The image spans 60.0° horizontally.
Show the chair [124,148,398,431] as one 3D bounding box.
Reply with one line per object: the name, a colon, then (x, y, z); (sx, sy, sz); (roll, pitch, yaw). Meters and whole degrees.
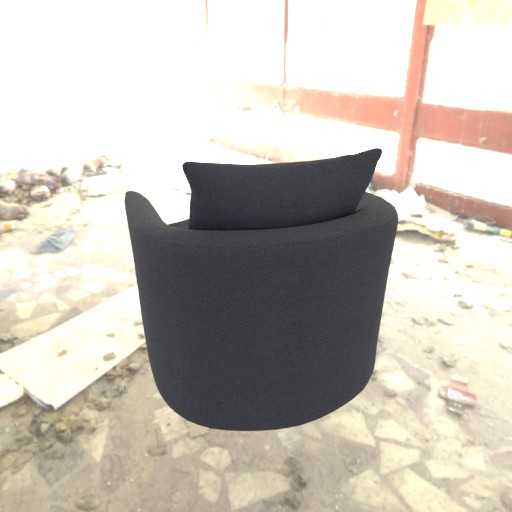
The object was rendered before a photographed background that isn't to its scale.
chair: (0.000, 0.000, 1.591); (0.845, 0.848, 0.910); (-8, 27, -16)
